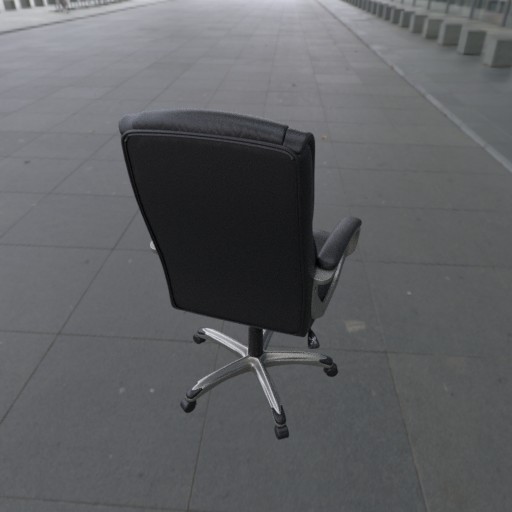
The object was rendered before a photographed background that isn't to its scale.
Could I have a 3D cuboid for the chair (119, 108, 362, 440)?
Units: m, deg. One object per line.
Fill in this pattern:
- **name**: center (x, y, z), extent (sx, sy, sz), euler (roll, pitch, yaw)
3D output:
- **chair**: center (0.000, 0.000, 1.559), extent (0.663, 1.155, 0.739), euler (10, 34, 16)
